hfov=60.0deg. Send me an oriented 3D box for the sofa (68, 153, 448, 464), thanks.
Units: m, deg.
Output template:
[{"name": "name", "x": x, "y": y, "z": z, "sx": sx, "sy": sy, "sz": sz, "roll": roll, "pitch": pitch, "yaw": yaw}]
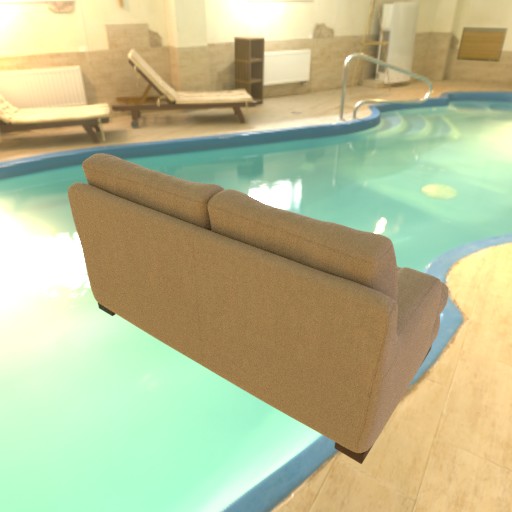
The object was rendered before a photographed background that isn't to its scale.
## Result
[{"name": "sofa", "x": 0.000, "y": 0.000, "z": 2.387, "sx": 1.855, "sy": 0.980, "sz": 0.962, "roll": 21, "pitch": 36, "yaw": 31}]
